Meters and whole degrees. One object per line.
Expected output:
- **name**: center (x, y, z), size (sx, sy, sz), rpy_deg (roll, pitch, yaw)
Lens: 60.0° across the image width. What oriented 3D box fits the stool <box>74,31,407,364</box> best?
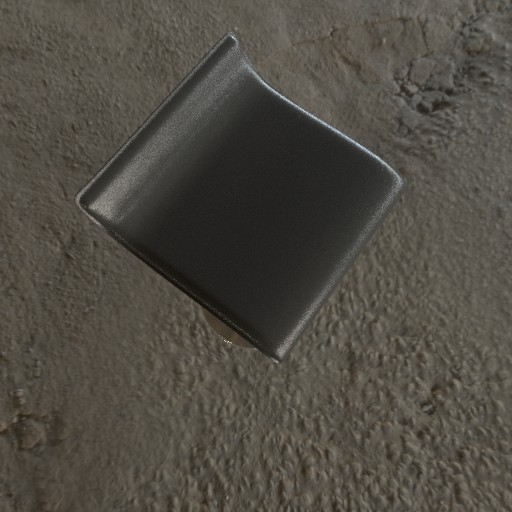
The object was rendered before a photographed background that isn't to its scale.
- **stool**: center (0.000, 0.000, 1.051), size (0.381, 0.851, 0.381), rpy_deg (36, 77, 9)
